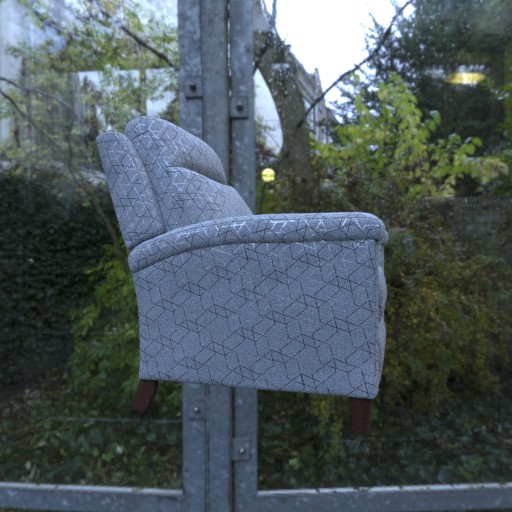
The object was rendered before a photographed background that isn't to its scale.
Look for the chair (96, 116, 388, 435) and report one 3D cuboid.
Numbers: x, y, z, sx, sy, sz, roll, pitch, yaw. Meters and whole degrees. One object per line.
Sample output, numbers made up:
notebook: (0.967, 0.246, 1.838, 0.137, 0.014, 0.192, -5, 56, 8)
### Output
chair: (0.000, 0.000, 1.740, 0.987, 1.048, 0.753, 0, 0, 18)
